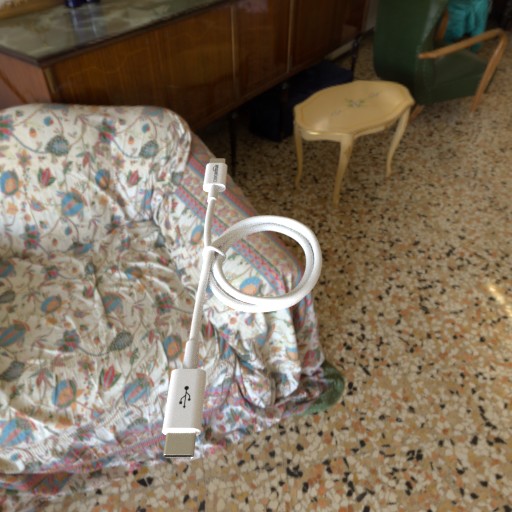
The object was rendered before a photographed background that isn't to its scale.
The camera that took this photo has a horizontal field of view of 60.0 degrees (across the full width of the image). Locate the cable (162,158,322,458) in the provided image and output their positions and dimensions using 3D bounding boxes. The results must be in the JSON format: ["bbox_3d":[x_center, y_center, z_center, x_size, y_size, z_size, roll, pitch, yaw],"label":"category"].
[{"bbox_3d":[0.000,0.000,0.231,0.070,0.014,0.203,0,43,0],"label":"cable"}]
